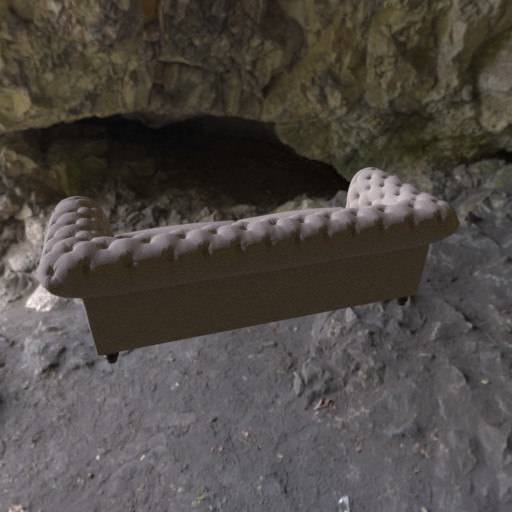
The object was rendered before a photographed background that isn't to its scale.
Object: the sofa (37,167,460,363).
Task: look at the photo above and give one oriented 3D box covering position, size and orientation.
[{"bbox_3d":[0.000,0.000,3.158,2.694,0.847,1.076,-8,29,-16],"label":"sofa"}]
